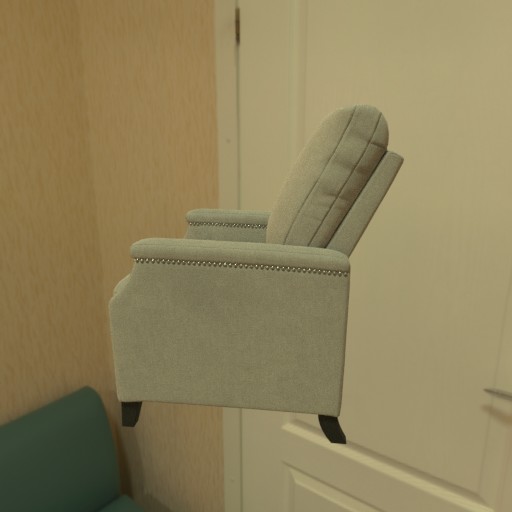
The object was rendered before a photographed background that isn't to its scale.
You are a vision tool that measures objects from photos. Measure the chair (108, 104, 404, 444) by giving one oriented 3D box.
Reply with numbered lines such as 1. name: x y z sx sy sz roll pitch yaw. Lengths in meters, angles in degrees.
1. chair: 0.000 0.000 1.653 0.922 1.049 0.710 2 15 7
